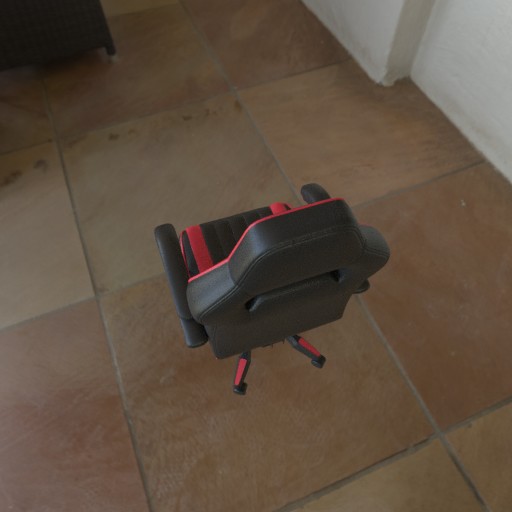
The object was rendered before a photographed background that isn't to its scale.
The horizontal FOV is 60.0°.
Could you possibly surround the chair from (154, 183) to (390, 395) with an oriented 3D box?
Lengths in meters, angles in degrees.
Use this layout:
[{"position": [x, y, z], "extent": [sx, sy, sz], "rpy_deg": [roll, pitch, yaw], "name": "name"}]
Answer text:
[{"position": [0.000, 0.000, 1.642], "extent": [0.700, 1.220, 0.700], "rpy_deg": [-17, 60, -10], "name": "chair"}]
